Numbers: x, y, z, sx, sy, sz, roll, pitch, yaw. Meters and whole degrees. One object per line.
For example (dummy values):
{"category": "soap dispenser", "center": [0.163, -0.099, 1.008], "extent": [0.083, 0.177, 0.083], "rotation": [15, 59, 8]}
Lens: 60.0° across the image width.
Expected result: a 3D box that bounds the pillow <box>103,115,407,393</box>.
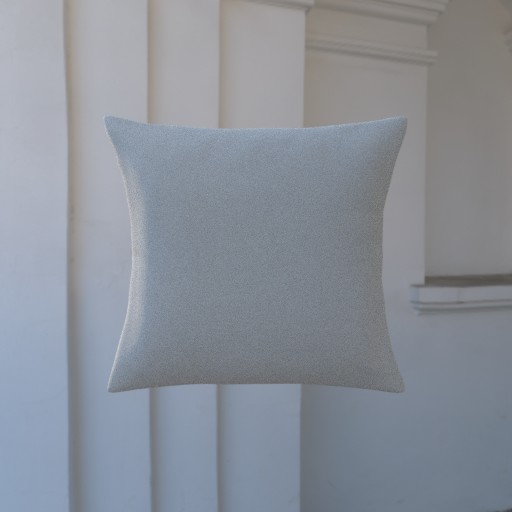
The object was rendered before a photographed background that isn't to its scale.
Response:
{"category": "pillow", "center": [0.000, 0.000, 0.814], "extent": [0.552, 0.508, 0.166], "rotation": [0, 1, 0]}
